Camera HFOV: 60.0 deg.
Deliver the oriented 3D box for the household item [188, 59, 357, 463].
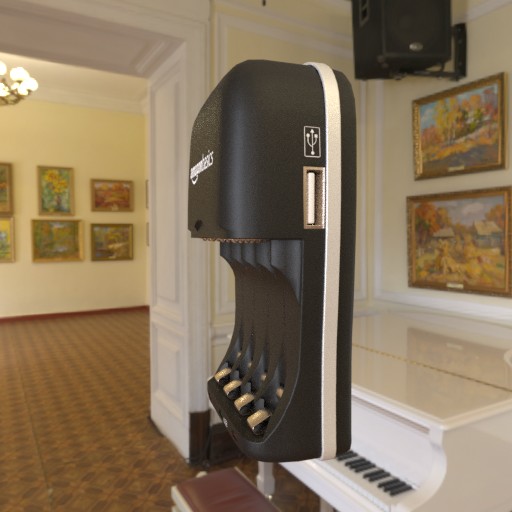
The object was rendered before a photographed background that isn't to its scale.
[{"bbox_3d":[0.000,0.000,0.147,0.038,0.114,0.070,-1,3,-18],"label":"household item"}]
